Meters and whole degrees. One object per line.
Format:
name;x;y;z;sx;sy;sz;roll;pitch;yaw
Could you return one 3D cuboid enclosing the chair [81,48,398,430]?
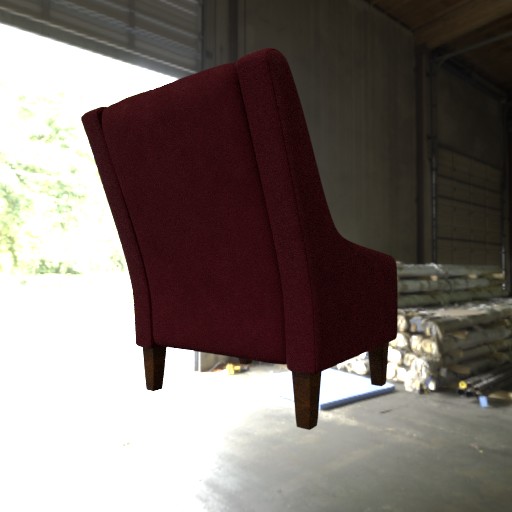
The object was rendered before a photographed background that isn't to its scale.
chair;0.000;0.000;1.667;0.793;1.017;0.985;-1;-2;36
